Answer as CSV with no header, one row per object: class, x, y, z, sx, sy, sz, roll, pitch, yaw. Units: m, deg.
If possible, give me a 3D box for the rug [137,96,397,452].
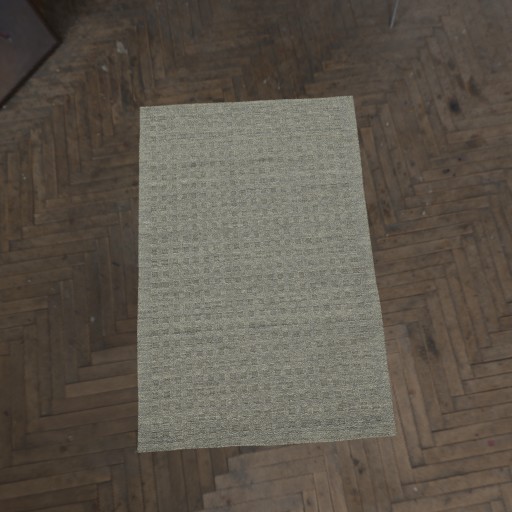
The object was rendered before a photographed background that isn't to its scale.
rug,0.000,0.000,2.887,1.532,0.018,2.297,-3,75,-1
